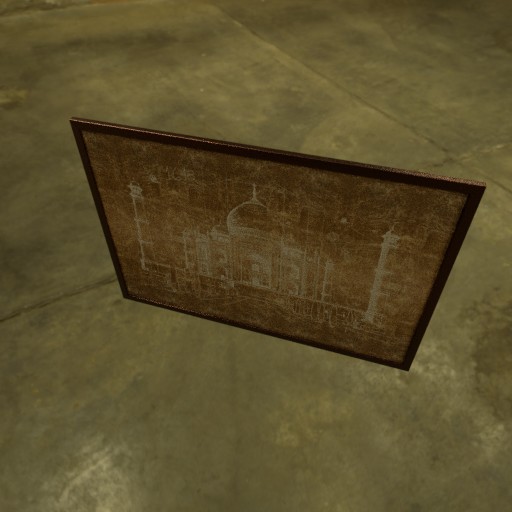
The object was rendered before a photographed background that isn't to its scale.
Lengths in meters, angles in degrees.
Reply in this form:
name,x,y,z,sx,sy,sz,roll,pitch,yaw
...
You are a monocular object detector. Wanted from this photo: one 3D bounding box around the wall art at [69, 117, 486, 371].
name,x,y,z,sx,sy,sz,roll,pitch,yaw
wall art,0.000,0.000,1.029,0.816,0.559,0.014,12,44,13
